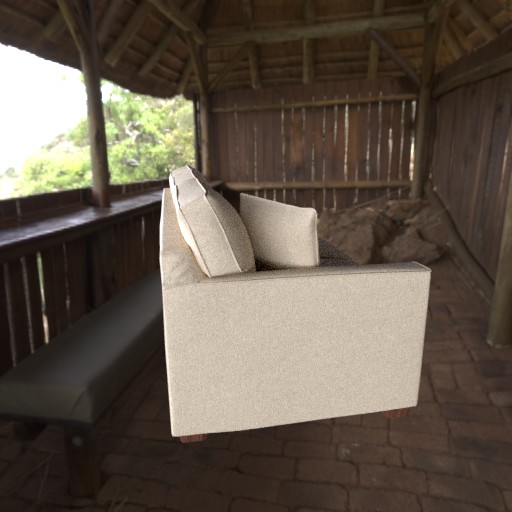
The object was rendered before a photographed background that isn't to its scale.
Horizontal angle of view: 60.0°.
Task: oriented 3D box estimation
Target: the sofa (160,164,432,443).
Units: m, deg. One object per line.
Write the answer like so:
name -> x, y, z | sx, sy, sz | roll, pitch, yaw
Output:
sofa -> 0.000, 0.000, 2.538 | 1.034, 0.946, 1.962 | -3, 15, -11
